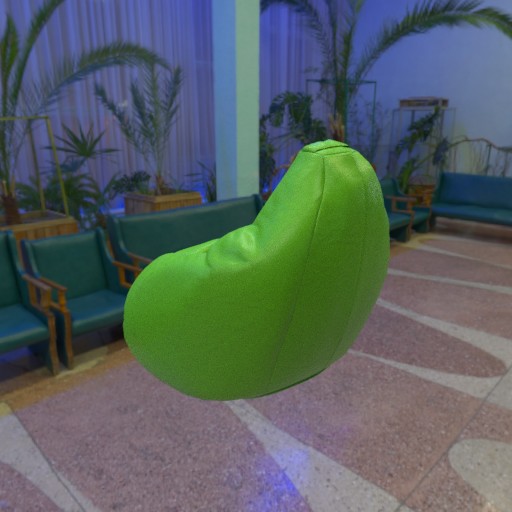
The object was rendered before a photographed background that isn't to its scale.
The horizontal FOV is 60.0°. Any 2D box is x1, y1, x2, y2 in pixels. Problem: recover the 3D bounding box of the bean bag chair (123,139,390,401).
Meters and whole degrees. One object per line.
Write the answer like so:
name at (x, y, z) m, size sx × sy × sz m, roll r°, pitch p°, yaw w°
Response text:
bean bag chair at (0.000, 0.000, 1.918) m, size 1.070 × 0.990 × 1.070 m, roll -14°, pitch 22°, yaw -41°
